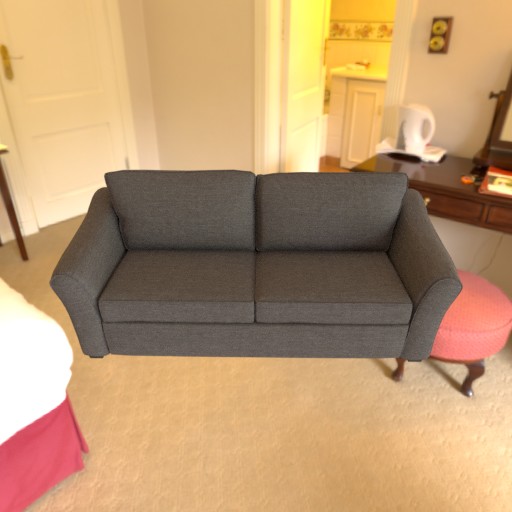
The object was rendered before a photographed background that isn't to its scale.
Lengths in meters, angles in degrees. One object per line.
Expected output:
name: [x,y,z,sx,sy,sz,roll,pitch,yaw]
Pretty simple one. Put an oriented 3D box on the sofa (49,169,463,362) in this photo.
sofa: [0.000,0.000,2.811,2.270,0.950,0.971,0,28,1]
